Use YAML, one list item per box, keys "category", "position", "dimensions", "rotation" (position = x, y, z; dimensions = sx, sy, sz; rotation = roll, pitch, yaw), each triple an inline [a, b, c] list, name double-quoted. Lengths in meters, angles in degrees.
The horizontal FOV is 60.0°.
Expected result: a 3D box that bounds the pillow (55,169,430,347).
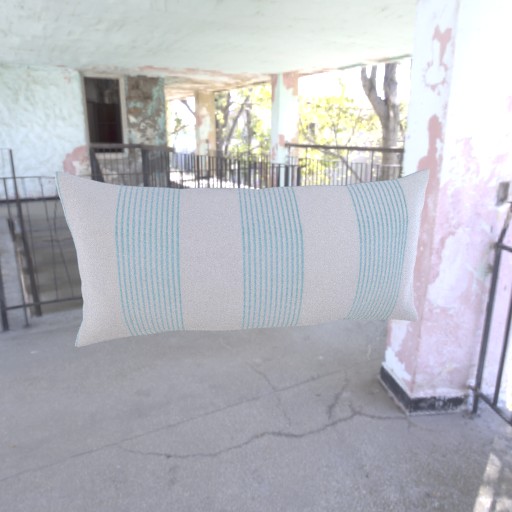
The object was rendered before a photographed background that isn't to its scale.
- category: "pillow"
  position: [0.000, 0.000, 0.743]
  dimensions: [0.610, 0.287, 0.151]
  rotation: [-2, 16, -9]
